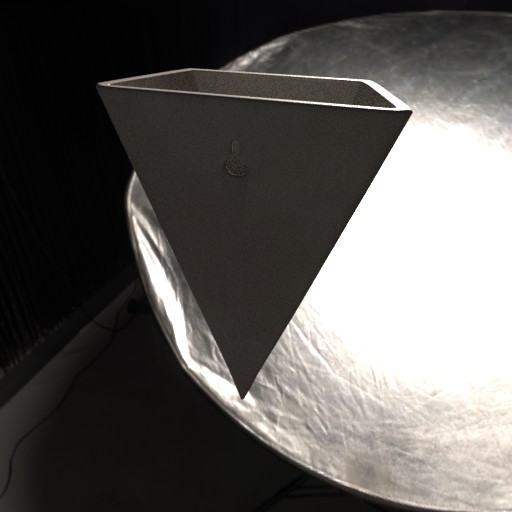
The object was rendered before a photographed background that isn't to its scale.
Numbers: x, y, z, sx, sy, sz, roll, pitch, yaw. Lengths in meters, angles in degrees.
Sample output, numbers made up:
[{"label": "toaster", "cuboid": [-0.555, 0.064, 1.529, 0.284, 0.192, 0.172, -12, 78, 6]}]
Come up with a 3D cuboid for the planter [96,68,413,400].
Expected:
[{"label": "planter", "cuboid": [0.000, 0.000, 0.268, 0.150, 0.197, 0.060, 11, 34, 17]}]
